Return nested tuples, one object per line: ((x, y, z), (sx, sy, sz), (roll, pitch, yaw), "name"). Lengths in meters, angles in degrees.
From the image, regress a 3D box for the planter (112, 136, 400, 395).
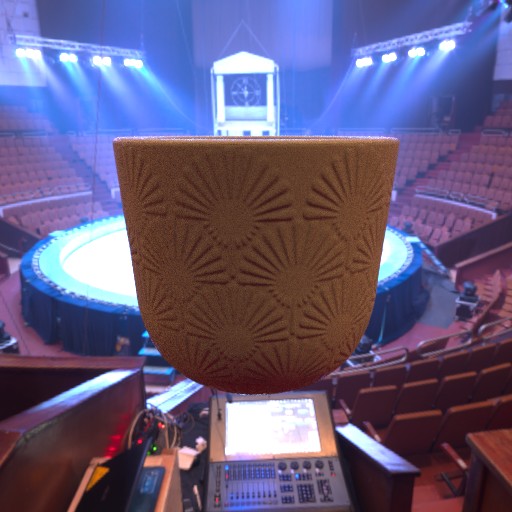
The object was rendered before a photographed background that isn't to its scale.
((0.000, 0.000, 0.294), (0.170, 0.152, 0.170), (0, 16, 0), "planter")
